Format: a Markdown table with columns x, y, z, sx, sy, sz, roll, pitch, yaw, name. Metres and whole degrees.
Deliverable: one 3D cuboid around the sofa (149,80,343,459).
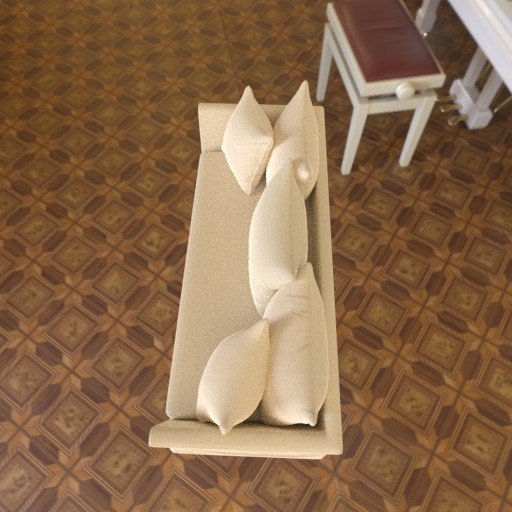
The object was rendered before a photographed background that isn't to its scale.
| x | y | z | sx | sy | sz | roll | pitch | yaw | name |
| --- | --- | --- | --- | --- | --- | --- | --- | --- | --- |
| 0.000 | 0.000 | 3.009 | 1.030 | 1.042 | 2.484 | 2 | 60 | 1 | sofa |
